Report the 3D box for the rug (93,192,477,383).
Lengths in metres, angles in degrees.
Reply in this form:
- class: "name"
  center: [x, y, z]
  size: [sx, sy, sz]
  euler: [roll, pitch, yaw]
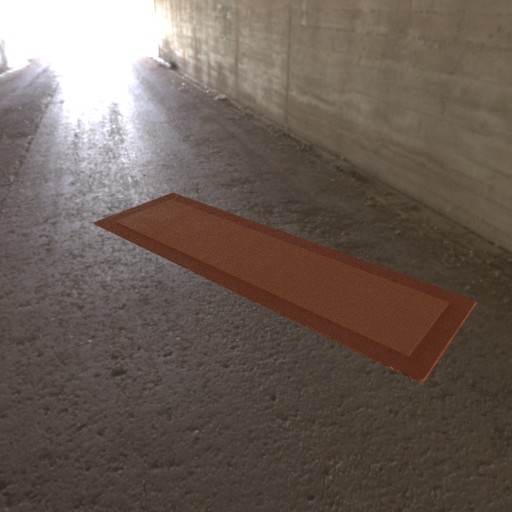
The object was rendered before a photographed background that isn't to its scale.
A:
- class: "rug"
  center: [0.000, 0.000, 2.771]
  size: [2.471, 0.013, 0.914]
  euler: [20, 35, 31]
